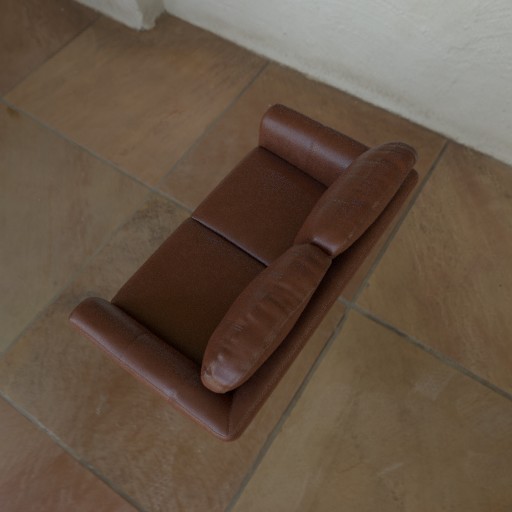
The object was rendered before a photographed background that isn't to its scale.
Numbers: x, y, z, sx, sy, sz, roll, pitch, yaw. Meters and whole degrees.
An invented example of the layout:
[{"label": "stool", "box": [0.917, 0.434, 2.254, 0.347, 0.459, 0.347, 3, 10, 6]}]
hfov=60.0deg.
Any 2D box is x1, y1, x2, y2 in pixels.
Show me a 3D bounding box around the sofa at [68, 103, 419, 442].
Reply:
[{"label": "sofa", "box": [0.000, 0.000, 1.947, 0.805, 0.906, 1.406, 34, 68, 15]}]
